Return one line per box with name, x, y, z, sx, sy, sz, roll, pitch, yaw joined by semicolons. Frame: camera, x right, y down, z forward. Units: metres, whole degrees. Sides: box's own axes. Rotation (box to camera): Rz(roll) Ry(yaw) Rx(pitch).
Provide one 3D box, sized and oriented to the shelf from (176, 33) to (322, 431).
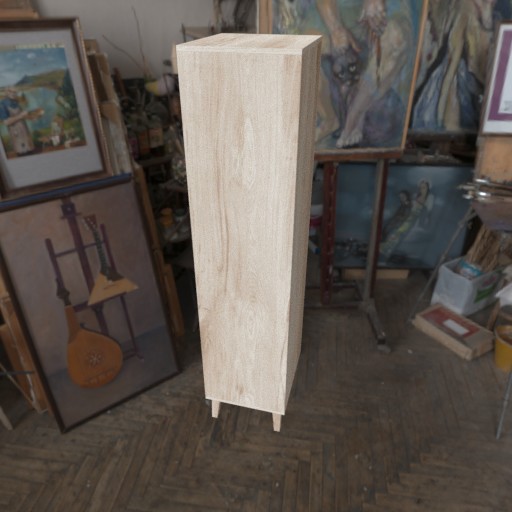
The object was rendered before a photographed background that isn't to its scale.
shelf;0.000;0.000;2.228;0.450;1.960;0.510;8;32;13
